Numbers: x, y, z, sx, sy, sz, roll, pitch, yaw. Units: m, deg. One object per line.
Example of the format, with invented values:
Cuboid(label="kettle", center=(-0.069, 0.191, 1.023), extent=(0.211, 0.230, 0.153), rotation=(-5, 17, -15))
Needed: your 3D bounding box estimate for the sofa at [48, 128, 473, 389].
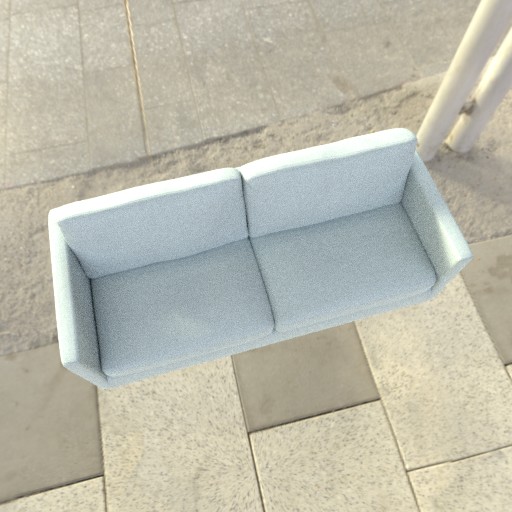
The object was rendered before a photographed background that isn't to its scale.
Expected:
Cuboid(label="sofa", center=(0.000, 0.000, 2.672), extent=(2.208, 0.965, 0.951), rotation=(-14, 65, -7))
